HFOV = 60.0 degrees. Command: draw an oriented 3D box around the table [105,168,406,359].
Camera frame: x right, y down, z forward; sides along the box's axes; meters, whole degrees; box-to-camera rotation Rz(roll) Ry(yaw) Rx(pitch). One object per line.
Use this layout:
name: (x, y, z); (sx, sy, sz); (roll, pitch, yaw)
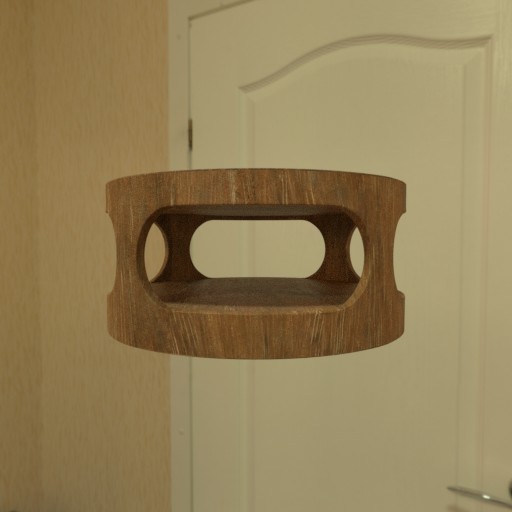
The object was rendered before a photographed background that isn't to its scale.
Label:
table: (0.000, 0.000, 1.524); (0.974, 0.450, 0.974); (0, 2, 0)
